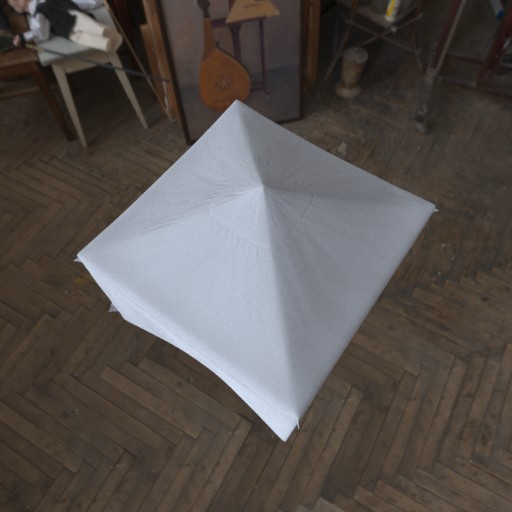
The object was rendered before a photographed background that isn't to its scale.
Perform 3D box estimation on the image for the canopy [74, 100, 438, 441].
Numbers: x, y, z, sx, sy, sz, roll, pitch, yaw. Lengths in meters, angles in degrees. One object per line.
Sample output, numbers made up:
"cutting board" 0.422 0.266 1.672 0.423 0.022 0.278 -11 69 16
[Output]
"canopy" 0.000 0.000 5.588 3.121 2.997 3.043 33 67 16
